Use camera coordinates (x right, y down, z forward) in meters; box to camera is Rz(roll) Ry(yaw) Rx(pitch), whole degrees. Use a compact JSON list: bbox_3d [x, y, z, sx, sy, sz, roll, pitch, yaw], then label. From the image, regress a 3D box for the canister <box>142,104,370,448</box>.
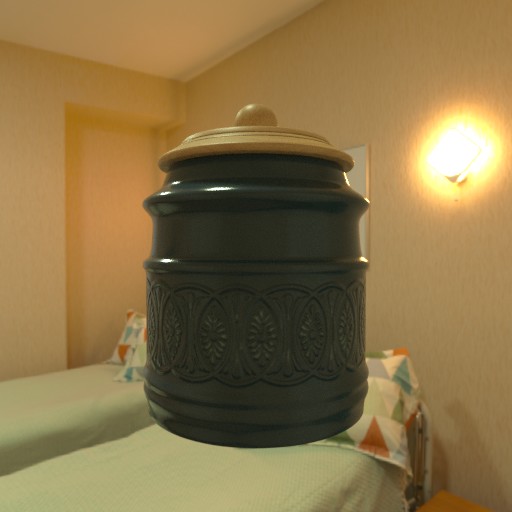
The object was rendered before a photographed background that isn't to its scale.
[{"bbox_3d":[0.000,0.000,0.261,0.130,0.176,0.130,0,1,0],"label":"canister"}]
